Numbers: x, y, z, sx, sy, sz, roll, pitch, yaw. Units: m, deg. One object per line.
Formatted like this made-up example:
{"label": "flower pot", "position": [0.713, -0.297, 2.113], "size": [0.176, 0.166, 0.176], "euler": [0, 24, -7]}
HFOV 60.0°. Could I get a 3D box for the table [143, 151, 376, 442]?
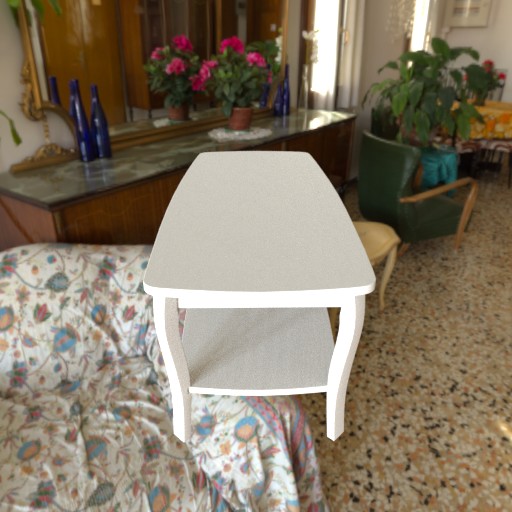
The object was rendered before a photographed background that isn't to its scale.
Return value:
{"label": "table", "position": [0.000, 0.000, 1.623], "size": [0.561, 0.474, 1.334], "euler": [0, 26, -1]}
